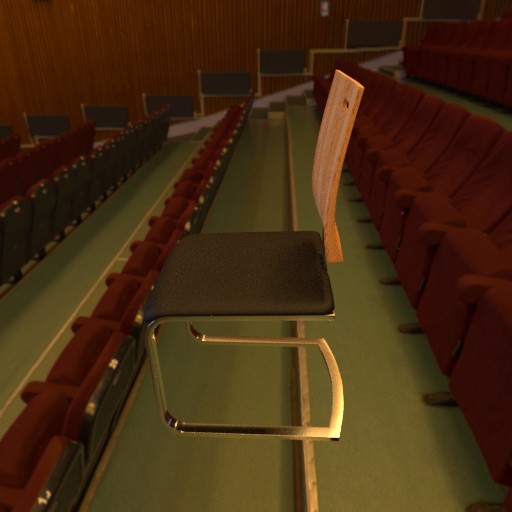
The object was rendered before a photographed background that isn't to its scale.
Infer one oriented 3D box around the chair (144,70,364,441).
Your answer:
[{"bbox_3d":[0.000,0.000,1.242,0.560,0.936,0.462,1,27,2],"label":"chair"}]
